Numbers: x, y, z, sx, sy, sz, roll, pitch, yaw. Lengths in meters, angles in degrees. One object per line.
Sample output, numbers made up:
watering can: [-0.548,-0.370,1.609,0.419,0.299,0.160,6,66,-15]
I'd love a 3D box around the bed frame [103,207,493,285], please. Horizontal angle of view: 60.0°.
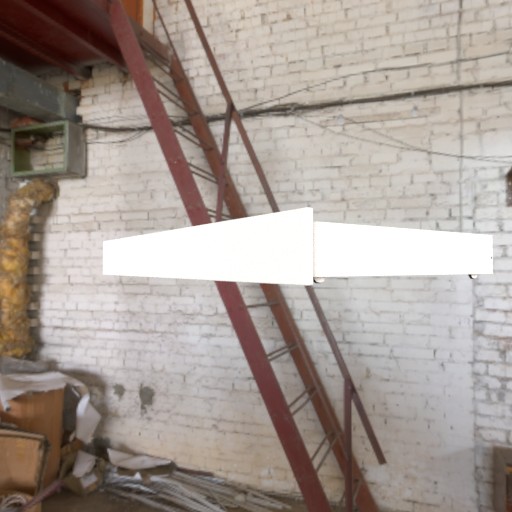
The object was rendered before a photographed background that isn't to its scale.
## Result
bed frame: [0.000,0.000,1.518,0.670,0.141,1.300,1,-2,-34]
